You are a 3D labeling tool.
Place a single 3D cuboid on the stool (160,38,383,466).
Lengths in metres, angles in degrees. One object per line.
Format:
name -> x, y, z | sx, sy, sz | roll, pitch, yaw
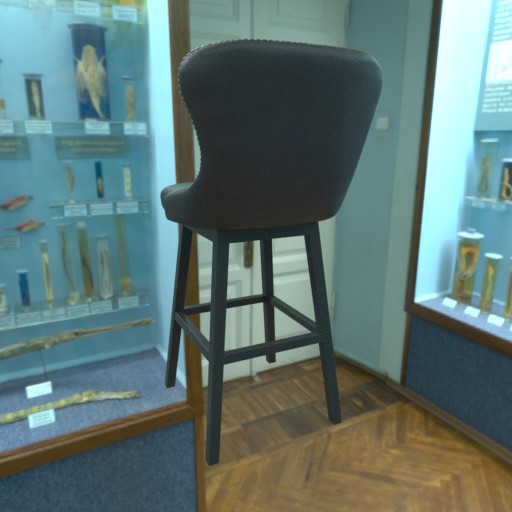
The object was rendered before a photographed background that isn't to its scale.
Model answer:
stool -> 0.000, 0.000, 1.300 | 0.528, 1.050, 0.601 | -7, 16, -25
